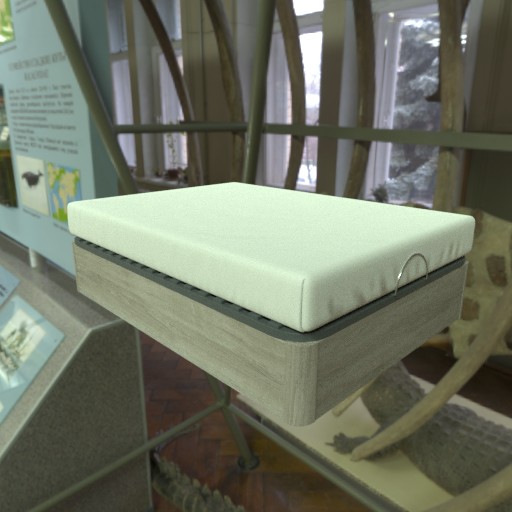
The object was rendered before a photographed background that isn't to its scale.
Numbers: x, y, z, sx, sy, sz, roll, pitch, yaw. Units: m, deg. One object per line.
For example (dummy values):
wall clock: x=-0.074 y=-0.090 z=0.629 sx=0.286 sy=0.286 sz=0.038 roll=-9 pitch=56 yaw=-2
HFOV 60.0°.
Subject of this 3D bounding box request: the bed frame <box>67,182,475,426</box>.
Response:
bed frame: x=0.000 y=0.000 z=2.558 sx=1.400 sy=0.561 sz=1.900 roll=-16 pitch=23 yaw=-42
